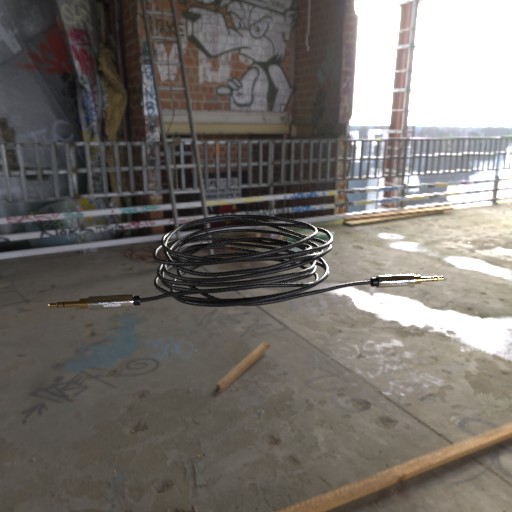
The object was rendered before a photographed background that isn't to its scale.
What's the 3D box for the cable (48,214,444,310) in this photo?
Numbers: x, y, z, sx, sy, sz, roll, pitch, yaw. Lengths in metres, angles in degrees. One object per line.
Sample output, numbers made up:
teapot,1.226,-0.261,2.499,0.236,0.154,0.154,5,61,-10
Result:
cable,0.000,0.000,0.513,0.432,0.069,0.198,-2,16,-8
